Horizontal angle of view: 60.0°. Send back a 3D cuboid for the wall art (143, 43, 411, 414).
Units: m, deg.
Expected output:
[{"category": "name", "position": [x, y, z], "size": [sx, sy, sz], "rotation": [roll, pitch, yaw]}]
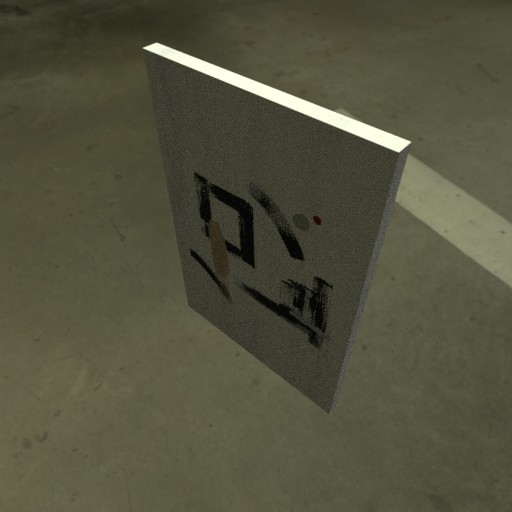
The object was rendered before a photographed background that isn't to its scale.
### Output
[{"category": "wall art", "position": [0.000, 0.000, 1.164], "size": [0.624, 0.914, 0.043], "rotation": [32, 54, 27]}]
